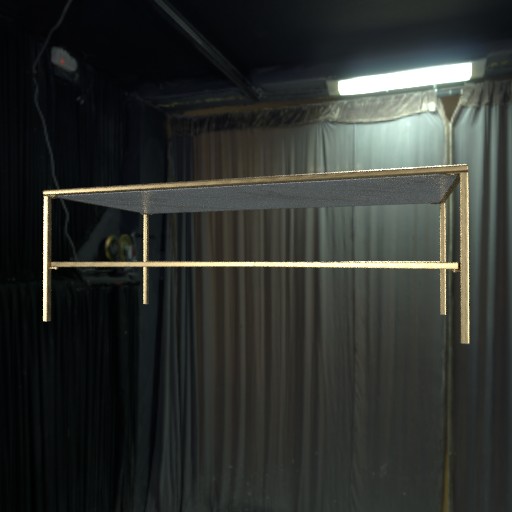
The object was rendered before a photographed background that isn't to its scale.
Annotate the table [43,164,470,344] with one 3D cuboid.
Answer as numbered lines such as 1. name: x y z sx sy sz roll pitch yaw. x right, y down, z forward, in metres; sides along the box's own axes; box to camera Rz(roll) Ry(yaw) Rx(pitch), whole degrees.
1. table: 0.000 0.000 1.456 1.197 0.405 0.577 0 -1 18
